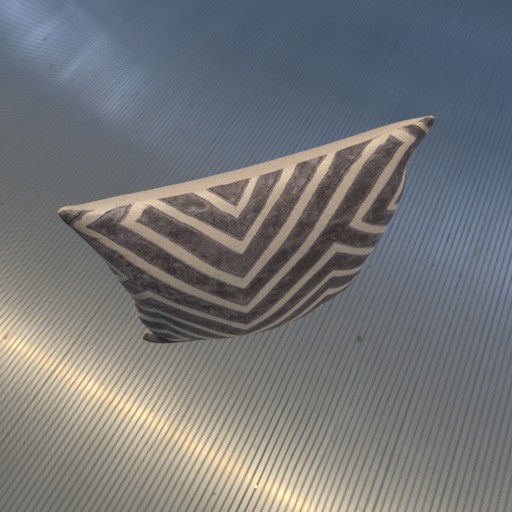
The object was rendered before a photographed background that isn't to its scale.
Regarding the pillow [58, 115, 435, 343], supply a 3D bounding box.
[{"bbox_3d":[0.000,0.000,0.665,0.440,0.441,0.182,-16,64,-8],"label":"pillow"}]
